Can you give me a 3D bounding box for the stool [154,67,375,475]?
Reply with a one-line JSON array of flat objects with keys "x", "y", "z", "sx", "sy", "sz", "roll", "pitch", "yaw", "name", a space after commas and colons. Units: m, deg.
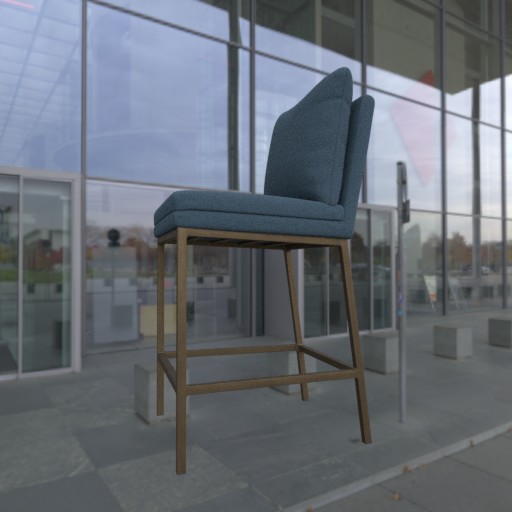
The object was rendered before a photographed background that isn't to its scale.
[{"x": 0.000, "y": 0.000, "z": 1.338, "sx": 0.568, "sy": 1.032, "sz": 0.463, "roll": 0, "pitch": -1, "yaw": -19, "name": "stool"}]
